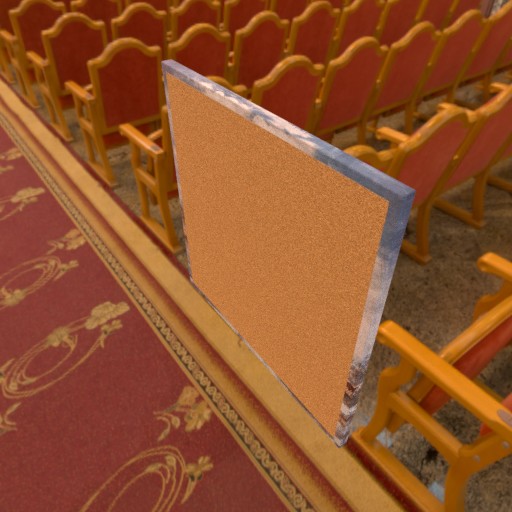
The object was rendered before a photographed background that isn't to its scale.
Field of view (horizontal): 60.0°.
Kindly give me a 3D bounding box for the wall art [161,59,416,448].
[{"bbox_3d":[0.000,0.000,1.498,0.040,1.020,1.010,-26,47,-27],"label":"wall art"}]
